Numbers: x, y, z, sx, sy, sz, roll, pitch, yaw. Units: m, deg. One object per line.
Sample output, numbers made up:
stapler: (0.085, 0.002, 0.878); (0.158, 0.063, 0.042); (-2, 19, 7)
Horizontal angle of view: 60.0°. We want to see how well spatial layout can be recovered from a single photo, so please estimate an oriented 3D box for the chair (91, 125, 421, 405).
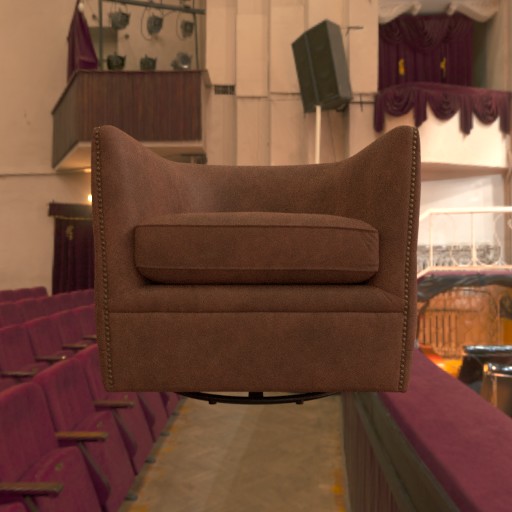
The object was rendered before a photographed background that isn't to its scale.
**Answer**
chair: (0.000, 0.000, 1.520); (0.850, 0.790, 0.870); (0, -1, 0)
